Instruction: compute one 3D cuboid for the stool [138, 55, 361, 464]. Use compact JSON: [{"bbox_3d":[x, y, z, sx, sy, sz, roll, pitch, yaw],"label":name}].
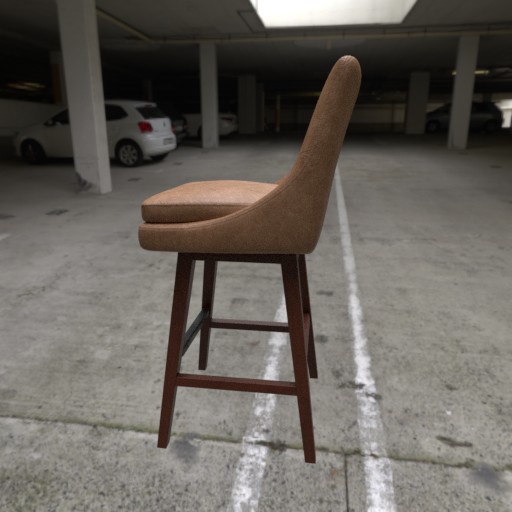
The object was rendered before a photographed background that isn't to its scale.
[{"bbox_3d":[0.000,0.000,1.377,0.572,1.079,0.487,2,16,8],"label":"stool"}]
